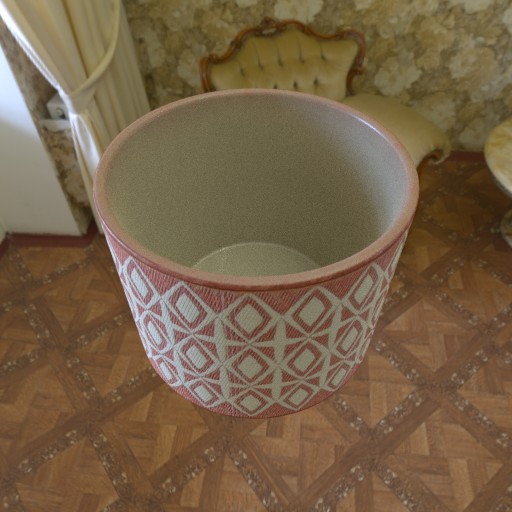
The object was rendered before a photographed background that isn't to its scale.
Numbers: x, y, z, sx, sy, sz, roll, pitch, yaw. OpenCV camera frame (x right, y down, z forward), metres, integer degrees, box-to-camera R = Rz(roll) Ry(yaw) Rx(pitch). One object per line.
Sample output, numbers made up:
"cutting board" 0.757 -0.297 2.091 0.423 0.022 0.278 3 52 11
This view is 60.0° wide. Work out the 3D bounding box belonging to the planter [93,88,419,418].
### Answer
"planter" 0.000 0.000 0.467 0.273 0.237 0.273 0 47 0
